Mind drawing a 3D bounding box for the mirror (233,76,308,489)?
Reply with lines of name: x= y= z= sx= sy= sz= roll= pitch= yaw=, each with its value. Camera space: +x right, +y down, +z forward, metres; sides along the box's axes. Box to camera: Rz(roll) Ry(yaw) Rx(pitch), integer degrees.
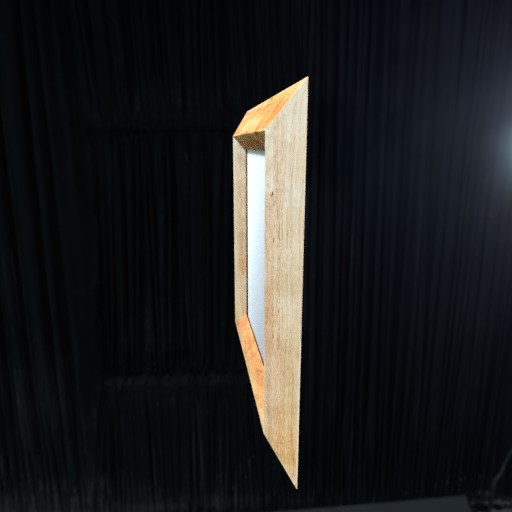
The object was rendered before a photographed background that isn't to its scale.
mirror: x=0.000 y=0.000 z=0.975 sx=0.047 sy=0.651 sz=0.651 roll=-2 pitch=14 yaw=-8
